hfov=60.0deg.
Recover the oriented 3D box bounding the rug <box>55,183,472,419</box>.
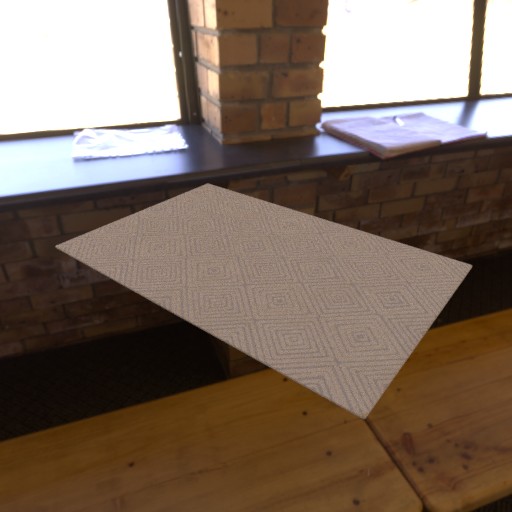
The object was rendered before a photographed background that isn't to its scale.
[{"bbox_3d":[0.000,0.000,2.215,1.753,0.008,1.143,22,37,32],"label":"rug"}]
